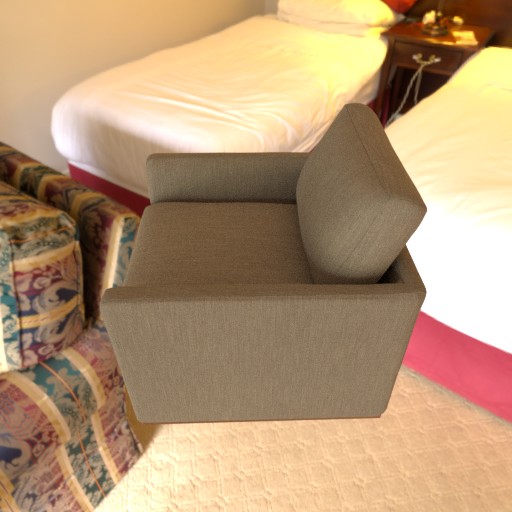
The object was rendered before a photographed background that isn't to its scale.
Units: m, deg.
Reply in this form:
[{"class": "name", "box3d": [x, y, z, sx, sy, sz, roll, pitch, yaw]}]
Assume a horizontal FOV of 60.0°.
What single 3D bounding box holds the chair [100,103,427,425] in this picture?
[{"class": "chair", "box3d": [0.000, 0.000, 1.471, 0.834, 0.811, 0.763, -1, 41, -1]}]
